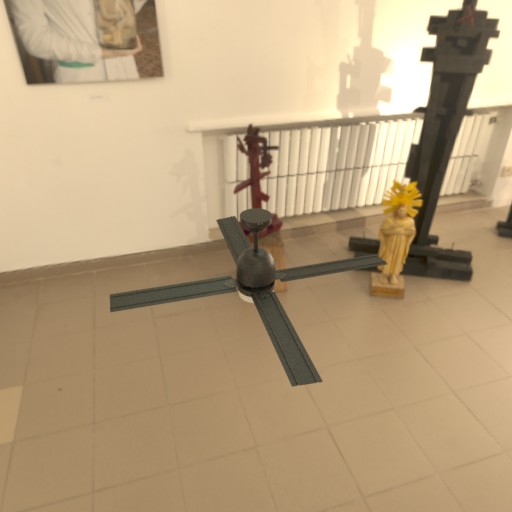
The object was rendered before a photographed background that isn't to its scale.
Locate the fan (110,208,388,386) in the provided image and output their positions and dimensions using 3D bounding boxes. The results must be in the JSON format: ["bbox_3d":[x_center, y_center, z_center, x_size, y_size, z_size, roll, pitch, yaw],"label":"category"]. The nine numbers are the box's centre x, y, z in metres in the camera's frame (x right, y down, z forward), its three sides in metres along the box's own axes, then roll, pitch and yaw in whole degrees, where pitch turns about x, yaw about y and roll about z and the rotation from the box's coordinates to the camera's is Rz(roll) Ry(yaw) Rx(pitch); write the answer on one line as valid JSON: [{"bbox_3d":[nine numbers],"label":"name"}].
[{"bbox_3d":[0.000,0.000,2.008,1.319,0.410,1.319,-9,33,-15],"label":"fan"}]
